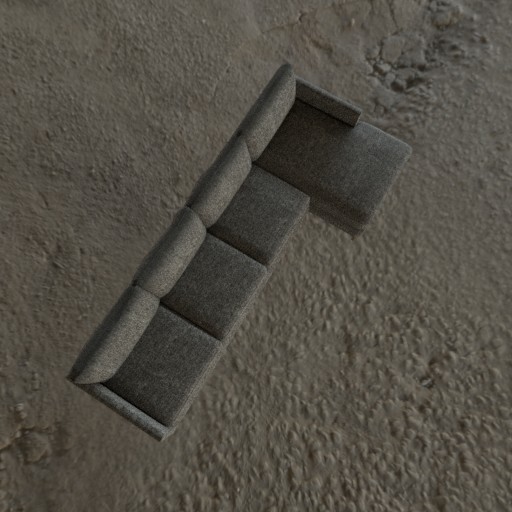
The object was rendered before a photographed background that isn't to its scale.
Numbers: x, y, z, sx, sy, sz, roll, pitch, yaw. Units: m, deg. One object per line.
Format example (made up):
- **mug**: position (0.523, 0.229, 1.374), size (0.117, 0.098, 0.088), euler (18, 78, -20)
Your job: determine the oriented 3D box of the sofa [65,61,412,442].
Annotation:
- **sofa**: position (0.000, 0.000, 3.996), size (1.488, 0.970, 3.384), euler (30, 77, 8)
